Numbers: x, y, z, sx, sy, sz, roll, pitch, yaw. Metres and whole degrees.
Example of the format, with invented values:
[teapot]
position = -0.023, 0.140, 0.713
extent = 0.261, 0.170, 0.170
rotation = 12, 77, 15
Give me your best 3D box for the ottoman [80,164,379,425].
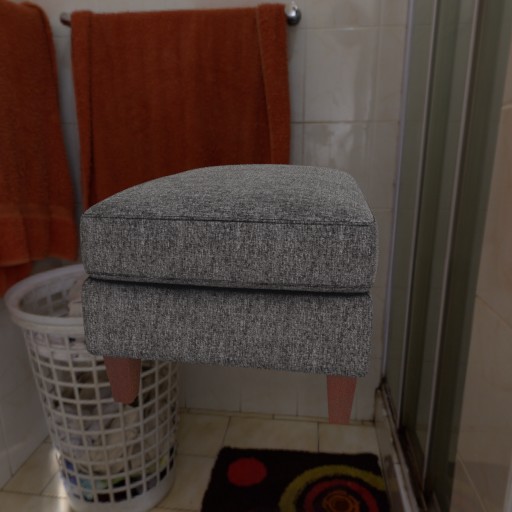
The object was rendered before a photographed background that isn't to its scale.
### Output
[ottoman]
position = 0.000, 0.000, 1.242
extent = 0.584, 0.483, 0.864
rotation = 2, 16, 9
